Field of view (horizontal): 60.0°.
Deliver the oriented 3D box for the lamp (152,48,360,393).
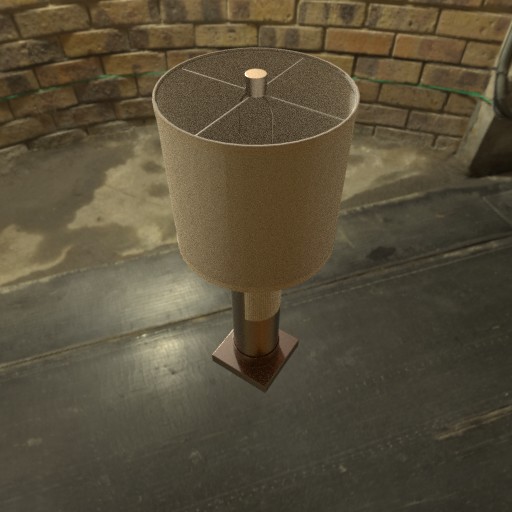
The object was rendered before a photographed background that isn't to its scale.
[{"bbox_3d":[0.000,0.000,0.609,0.202,0.509,0.202,26,52,22],"label":"lamp"}]
